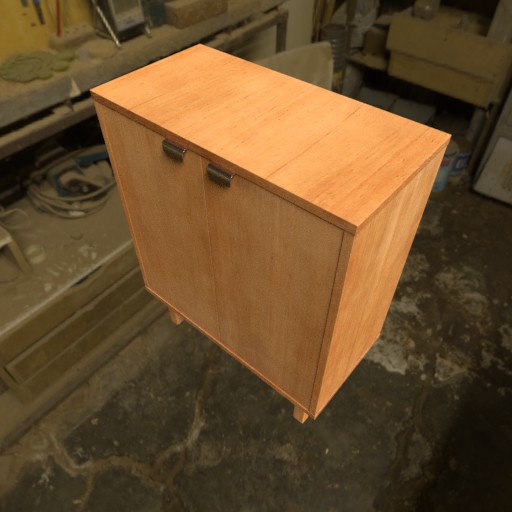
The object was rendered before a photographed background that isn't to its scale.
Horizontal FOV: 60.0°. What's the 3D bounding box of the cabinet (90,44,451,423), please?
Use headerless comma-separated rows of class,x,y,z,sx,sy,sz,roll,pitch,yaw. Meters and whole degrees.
cabinet,0.000,0.000,1.423,0.800,1.001,0.419,32,54,27
